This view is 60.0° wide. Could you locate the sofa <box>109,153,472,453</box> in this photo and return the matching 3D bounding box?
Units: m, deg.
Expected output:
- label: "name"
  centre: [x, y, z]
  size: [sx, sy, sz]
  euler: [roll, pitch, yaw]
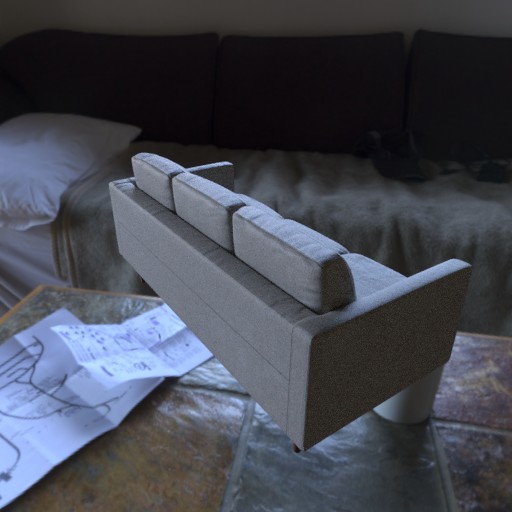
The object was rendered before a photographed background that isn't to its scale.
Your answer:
- label: "sofa"
  centre: [0.000, 0.000, 2.466]
  size: [0.944, 0.918, 1.983]
  euler: [-17, 32, -30]
